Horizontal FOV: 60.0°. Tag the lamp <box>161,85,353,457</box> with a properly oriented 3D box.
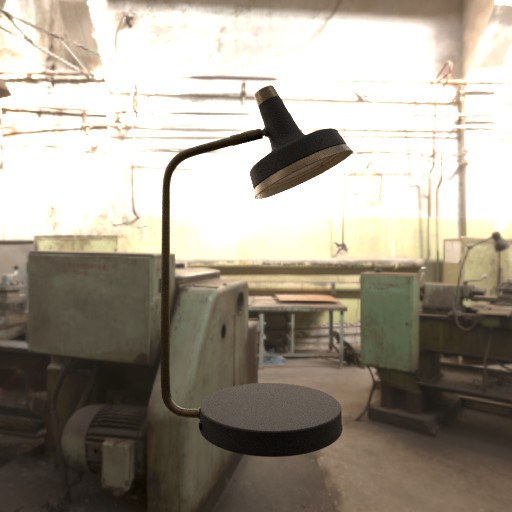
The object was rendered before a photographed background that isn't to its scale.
[{"bbox_3d":[0.000,0.000,0.504,0.218,0.385,0.162,0,1,0],"label":"lamp"}]
